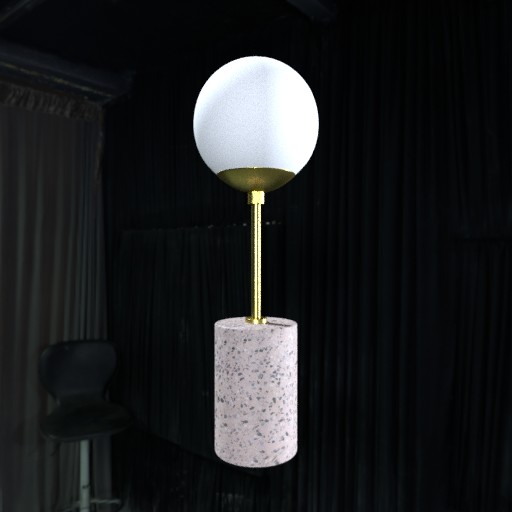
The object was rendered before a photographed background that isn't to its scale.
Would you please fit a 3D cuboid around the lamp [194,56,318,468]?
[{"bbox_3d":[0.000,0.000,0.551,0.153,0.480,0.153,0,0,0],"label":"lamp"}]
